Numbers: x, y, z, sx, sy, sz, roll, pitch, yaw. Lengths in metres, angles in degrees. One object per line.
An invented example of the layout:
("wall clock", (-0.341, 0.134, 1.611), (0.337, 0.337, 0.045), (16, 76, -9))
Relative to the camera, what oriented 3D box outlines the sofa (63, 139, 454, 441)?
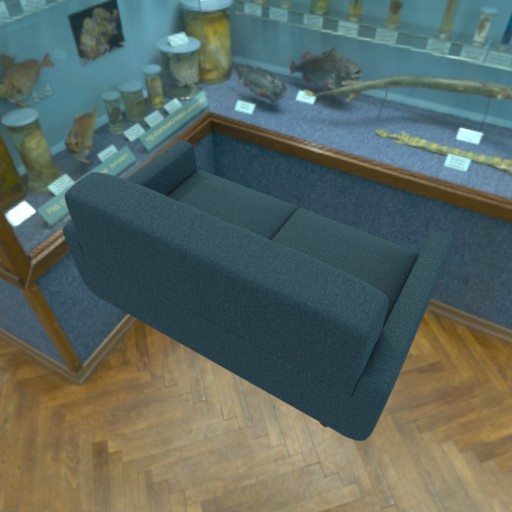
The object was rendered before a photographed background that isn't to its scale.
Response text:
("sofa", (0.000, 0.000, 2.218), (1.651, 0.896, 0.942), (24, 51, 21))
